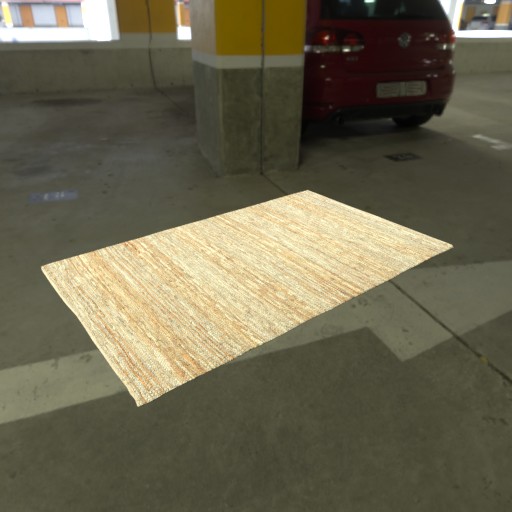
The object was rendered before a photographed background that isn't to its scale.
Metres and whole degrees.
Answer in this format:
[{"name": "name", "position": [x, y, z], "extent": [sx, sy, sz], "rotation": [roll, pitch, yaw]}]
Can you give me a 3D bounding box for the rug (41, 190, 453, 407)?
[{"name": "rug", "position": [0.000, 0.000, 3.053], "extent": [2.446, 0.009, 1.529], "rotation": [-20, 34, -33]}]
